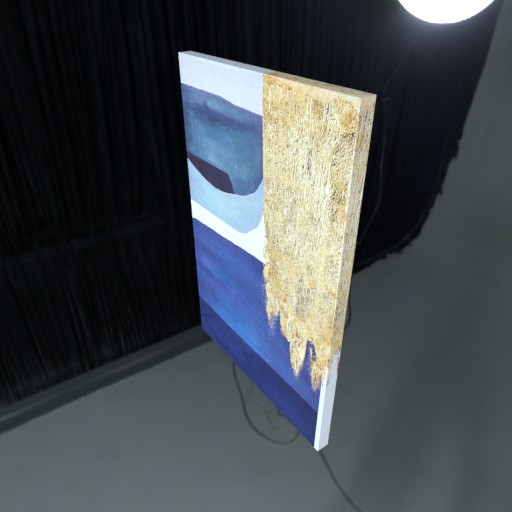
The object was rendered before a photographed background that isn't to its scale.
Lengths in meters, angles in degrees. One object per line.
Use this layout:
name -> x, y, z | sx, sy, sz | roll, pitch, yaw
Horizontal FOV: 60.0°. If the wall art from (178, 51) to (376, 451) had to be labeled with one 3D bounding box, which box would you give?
wall art -> 0.000, 0.000, 1.156 | 0.039, 0.911, 0.607 | -22, 38, -30
